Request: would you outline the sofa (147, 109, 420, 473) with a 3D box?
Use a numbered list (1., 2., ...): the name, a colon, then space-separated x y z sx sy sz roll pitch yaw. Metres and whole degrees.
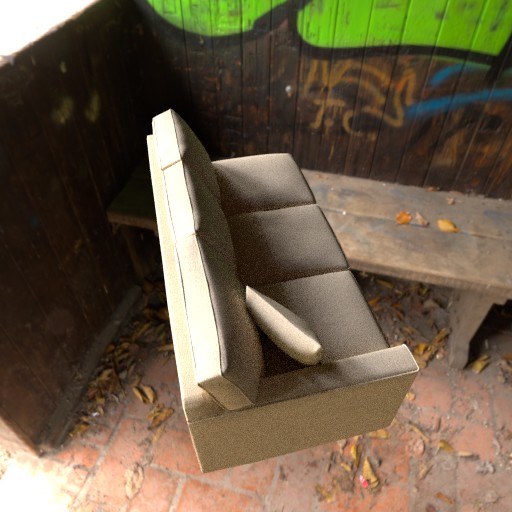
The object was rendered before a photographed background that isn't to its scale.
1. sofa: 0.000 0.000 2.579 1.034 0.946 1.962 -10 47 -9
